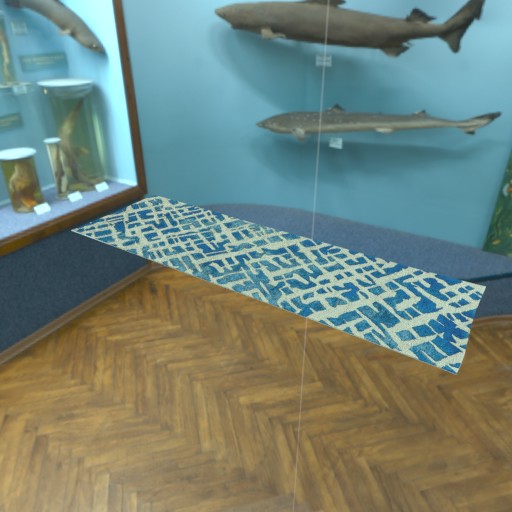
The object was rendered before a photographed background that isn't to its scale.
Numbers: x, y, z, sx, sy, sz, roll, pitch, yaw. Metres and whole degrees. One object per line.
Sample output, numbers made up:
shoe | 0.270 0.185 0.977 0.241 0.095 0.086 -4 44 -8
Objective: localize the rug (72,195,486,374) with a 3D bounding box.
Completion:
rug | 0.000 0.000 2.659 2.446 0.011 0.768 18 34 29
